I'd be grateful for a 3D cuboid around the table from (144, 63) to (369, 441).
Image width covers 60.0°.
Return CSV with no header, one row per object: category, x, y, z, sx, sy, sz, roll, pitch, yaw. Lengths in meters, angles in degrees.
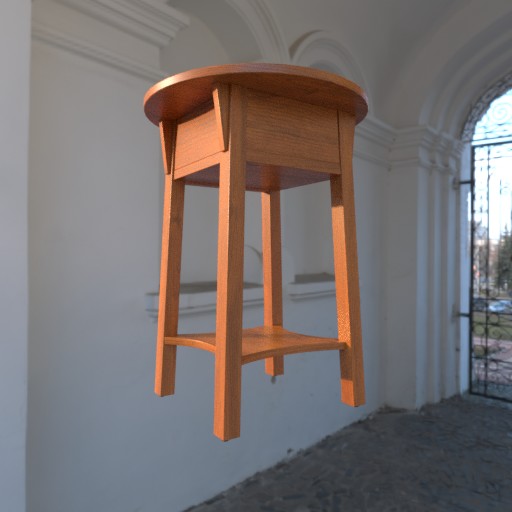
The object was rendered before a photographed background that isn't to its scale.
table,0.000,0.000,0.928,0.457,0.610,0.457,0,0,0
